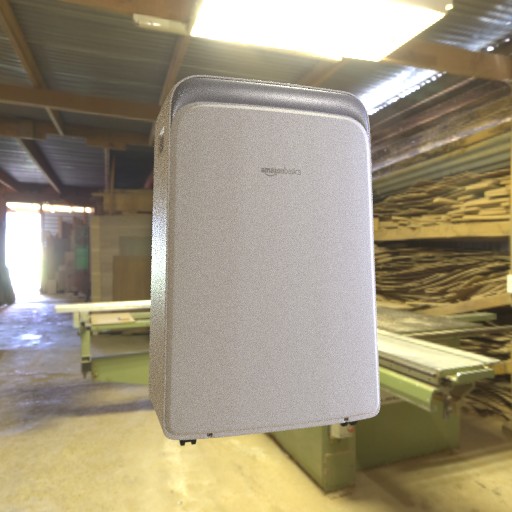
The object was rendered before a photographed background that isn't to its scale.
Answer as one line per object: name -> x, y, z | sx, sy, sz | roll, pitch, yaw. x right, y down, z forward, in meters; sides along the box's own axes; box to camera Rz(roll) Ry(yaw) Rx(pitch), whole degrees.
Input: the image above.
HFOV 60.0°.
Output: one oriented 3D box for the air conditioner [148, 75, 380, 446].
air conditioner -> 0.000, 0.000, 0.976 | 0.454, 0.700, 0.365 | 0, 0, -16
